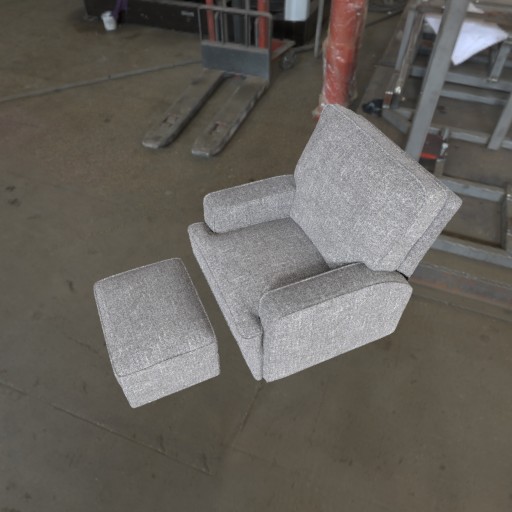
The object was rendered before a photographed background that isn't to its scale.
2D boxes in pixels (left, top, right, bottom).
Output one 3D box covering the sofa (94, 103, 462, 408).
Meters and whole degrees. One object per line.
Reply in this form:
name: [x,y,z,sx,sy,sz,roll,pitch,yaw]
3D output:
sofa: [0.000,0.000,2.034,1.472,0.959,0.861,-18,49,-16]
